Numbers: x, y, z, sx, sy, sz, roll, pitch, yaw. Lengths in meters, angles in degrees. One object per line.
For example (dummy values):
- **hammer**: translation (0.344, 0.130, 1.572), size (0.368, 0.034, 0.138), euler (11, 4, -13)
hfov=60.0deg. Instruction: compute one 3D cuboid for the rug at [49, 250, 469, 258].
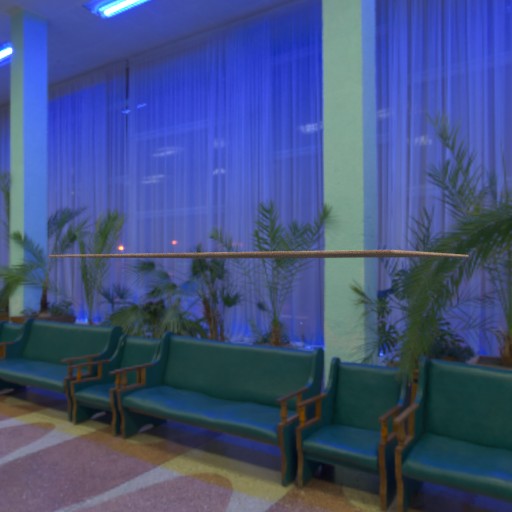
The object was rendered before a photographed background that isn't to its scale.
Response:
- **rug**: translation (0.000, 0.000, 3.009), size (2.390, 0.015, 1.609), euler (-1, -1, 35)
